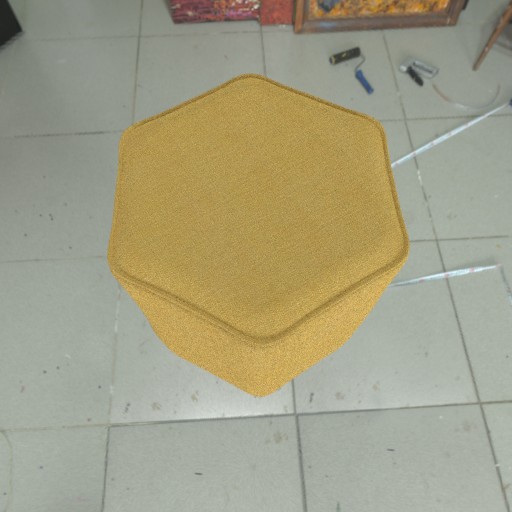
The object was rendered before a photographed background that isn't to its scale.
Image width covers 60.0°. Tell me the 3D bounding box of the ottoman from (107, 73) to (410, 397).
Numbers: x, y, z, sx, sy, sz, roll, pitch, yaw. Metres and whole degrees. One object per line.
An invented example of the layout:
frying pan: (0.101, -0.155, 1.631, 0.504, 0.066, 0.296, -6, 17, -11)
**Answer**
ottoman: (0.000, 0.000, 0.890, 0.494, 0.502, 0.443, -30, 68, -13)
